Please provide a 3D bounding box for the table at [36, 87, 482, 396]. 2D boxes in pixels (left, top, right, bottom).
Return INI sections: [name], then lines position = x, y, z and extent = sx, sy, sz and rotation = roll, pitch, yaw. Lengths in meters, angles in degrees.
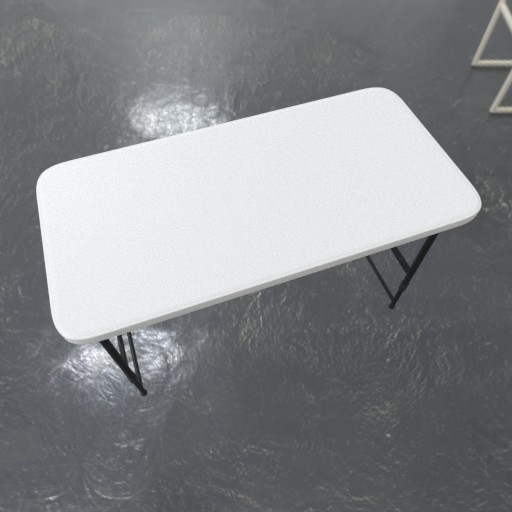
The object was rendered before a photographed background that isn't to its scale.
[table]
position = 0.000, 0.000, 1.614
extent = 1.219, 0.737, 0.610
rotation = -17, 59, -11
